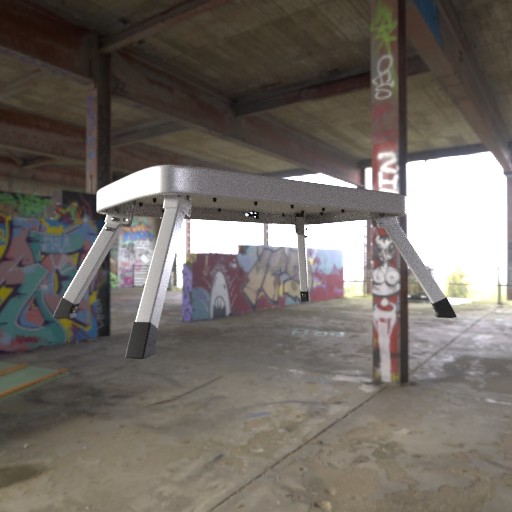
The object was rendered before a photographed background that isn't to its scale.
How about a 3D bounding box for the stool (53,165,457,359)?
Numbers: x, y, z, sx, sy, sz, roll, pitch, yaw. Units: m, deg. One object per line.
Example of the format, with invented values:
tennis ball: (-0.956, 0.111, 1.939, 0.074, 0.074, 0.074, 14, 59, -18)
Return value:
stool: (0.000, 0.000, 0.607, 0.460, 0.170, 0.320, 0, -1, -35)
